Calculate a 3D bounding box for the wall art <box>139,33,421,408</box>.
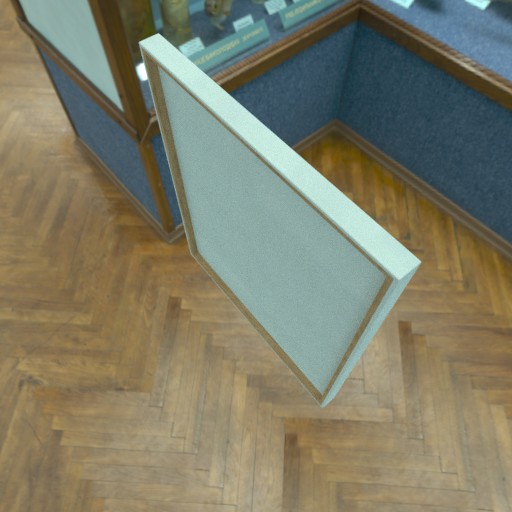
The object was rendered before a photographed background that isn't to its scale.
[{"bbox_3d":[0.000,0.000,0.818,0.037,0.606,0.508,-35,65,-19],"label":"wall art"}]
